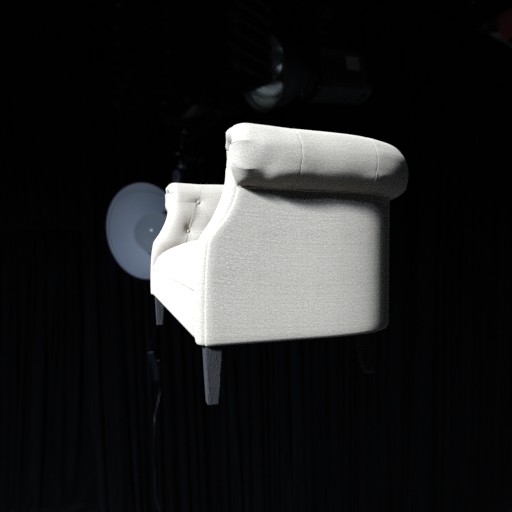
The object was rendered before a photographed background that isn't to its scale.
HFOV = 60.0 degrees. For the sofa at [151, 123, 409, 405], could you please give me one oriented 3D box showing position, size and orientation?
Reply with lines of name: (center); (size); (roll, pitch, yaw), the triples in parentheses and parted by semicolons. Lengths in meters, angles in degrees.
sofa: (0.000, 0.000, 2.050); (0.835, 0.827, 1.558); (-1, 2, -19)
